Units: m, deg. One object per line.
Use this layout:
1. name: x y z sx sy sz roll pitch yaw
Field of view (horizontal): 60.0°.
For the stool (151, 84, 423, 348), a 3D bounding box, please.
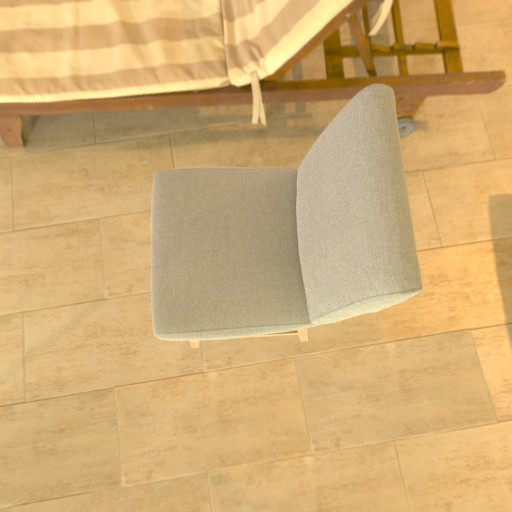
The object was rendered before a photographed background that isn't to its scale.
1. stool: 0.000 0.000 1.381 0.606 1.085 0.507 -3 76 -1
